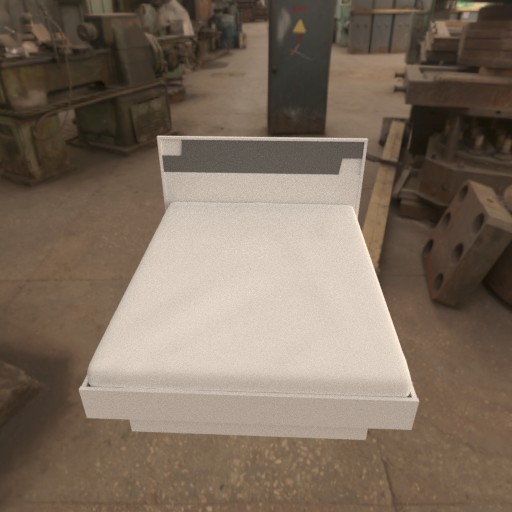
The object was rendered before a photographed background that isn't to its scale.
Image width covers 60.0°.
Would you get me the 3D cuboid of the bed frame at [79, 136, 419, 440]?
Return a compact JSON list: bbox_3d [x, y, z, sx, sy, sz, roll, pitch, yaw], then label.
[{"bbox_3d":[0.000,0.000,2.975,1.711,1.001,2.100,1,31,2],"label":"bed frame"}]
